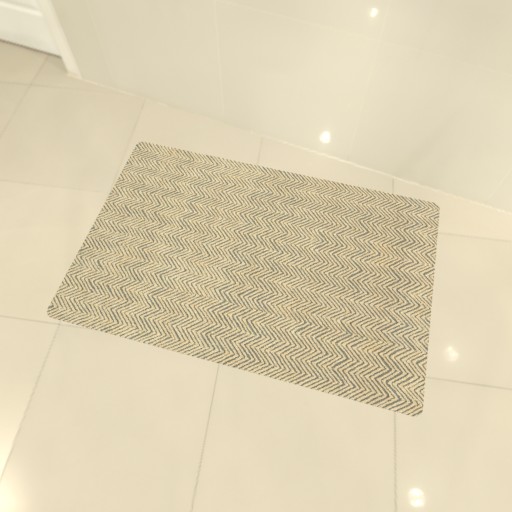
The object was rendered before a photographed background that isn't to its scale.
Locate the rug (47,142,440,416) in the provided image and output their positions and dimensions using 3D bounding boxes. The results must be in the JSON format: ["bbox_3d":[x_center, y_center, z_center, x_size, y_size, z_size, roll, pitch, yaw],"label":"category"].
[{"bbox_3d":[0.000,0.000,2.239,1.752,0.008,1.144,13,61,7],"label":"rug"}]
